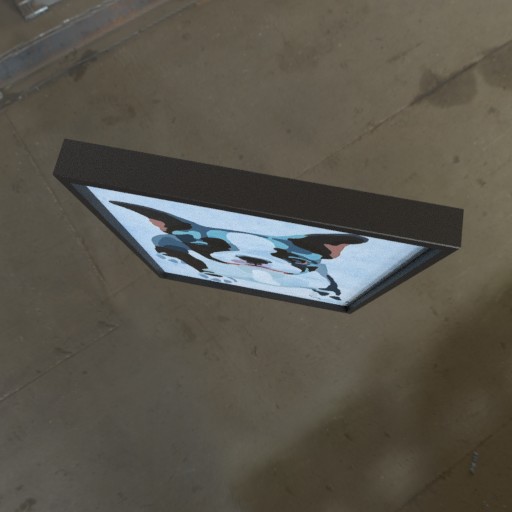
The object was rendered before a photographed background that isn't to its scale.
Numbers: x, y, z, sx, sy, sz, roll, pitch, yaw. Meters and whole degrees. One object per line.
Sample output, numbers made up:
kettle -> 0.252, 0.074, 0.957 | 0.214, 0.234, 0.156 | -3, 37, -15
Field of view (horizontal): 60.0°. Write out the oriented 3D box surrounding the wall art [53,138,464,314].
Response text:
wall art -> 0.000, 0.000, 0.496 | 0.294, 0.369, 0.030 | 10, 76, 3
